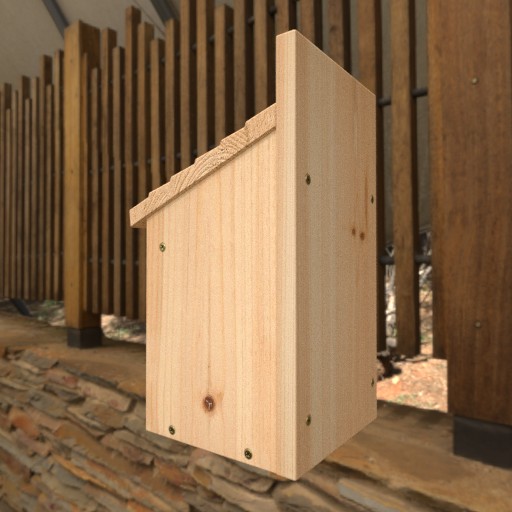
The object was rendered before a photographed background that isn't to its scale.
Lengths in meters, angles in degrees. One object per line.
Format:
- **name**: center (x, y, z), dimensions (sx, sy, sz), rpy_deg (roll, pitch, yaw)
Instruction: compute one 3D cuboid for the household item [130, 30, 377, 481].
- **household item**: center (0.000, 0.000, 0.402), dimensions (0.171, 0.300, 0.149), rpy_deg (-1, -1, 36)
